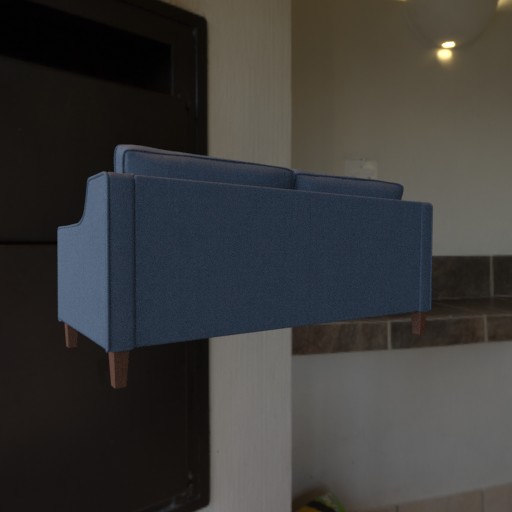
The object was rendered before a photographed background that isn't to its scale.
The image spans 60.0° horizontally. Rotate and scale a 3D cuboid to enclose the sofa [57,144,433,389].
[{"bbox_3d":[0.000,0.000,2.830,2.178,1.071,1.066,-1,1,-34],"label":"sofa"}]
